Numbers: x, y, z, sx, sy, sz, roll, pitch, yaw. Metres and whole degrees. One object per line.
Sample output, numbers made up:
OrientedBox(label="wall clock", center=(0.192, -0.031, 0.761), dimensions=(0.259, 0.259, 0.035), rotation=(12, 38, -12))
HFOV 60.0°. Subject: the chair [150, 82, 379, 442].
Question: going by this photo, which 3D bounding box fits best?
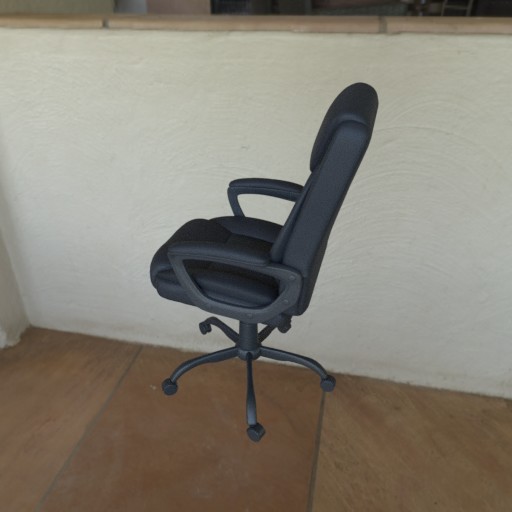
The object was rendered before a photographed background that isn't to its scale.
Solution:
OrientedBox(label="chair", center=(0.000, 0.000, 1.480), dimensions=(0.655, 1.072, 0.615), rotation=(8, 31, 14))
